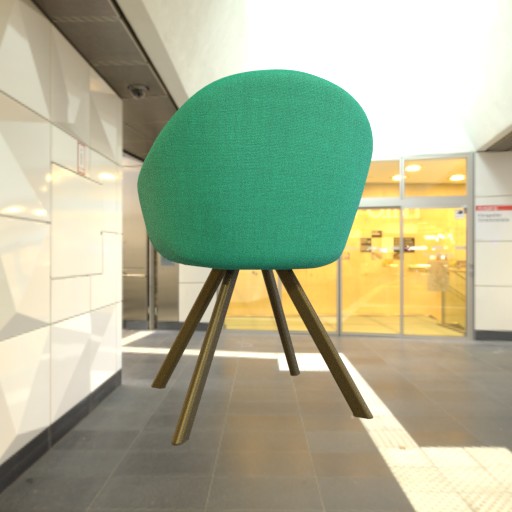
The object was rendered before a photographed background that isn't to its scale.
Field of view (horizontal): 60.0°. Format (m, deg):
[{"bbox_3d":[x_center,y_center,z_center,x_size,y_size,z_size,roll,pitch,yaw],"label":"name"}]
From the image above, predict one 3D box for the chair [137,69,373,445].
[{"bbox_3d":[0.000,0.000,1.178,0.590,0.795,0.550,0,0,-19],"label":"chair"}]
